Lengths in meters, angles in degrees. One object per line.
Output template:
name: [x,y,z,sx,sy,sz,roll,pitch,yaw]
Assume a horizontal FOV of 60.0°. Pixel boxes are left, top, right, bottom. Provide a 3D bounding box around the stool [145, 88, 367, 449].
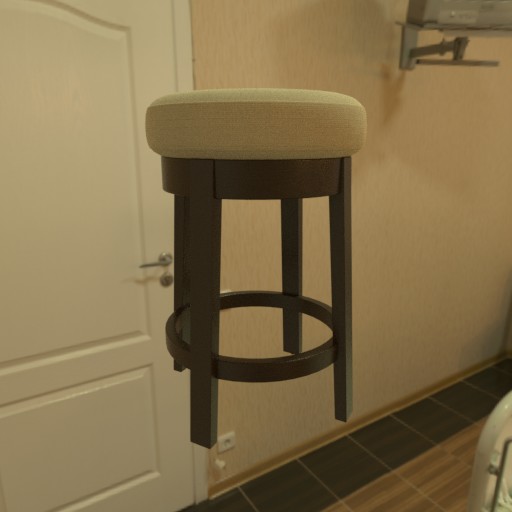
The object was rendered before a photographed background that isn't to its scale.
stool: [0.000,0.000,0.953,0.449,0.655,0.449,0,15,0]
